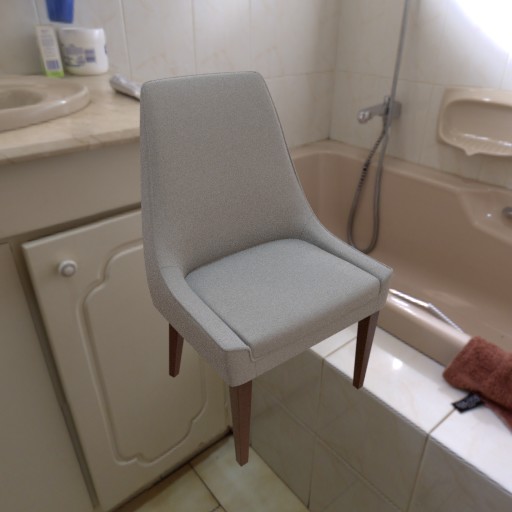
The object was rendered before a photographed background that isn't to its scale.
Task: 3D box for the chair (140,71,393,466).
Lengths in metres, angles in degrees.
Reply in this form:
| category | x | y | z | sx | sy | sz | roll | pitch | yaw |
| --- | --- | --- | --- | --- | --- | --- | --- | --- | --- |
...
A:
| category | x | y | z | sx | sy | sz | roll | pitch | yaw |
| --- | --- | --- | --- | --- | --- | --- | --- | --- | --- |
| chair | 0.000 | 0.000 | 1.192 | 0.529 | 0.861 | 0.544 | -20 | 35 | -31 |
